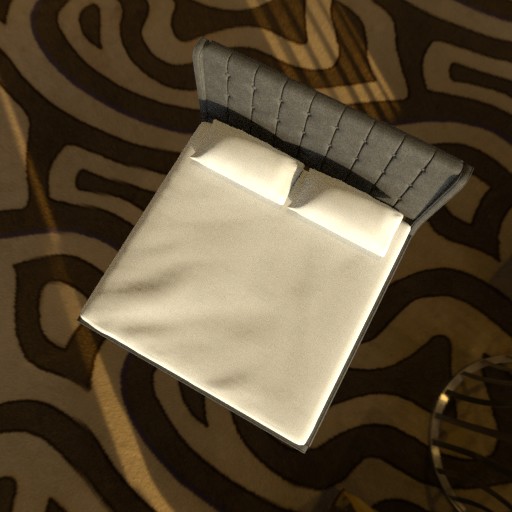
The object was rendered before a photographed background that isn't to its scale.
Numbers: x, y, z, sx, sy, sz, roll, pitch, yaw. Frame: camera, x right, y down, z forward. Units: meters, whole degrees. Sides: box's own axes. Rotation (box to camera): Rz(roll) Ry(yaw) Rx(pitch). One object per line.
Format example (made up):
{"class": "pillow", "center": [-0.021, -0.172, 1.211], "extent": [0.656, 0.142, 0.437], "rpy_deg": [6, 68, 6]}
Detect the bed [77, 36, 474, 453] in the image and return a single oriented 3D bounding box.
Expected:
{"class": "bed", "center": [0.000, 0.000, 2.518], "extent": [1.531, 0.933, 1.638], "rpy_deg": [28, 79, 6]}
